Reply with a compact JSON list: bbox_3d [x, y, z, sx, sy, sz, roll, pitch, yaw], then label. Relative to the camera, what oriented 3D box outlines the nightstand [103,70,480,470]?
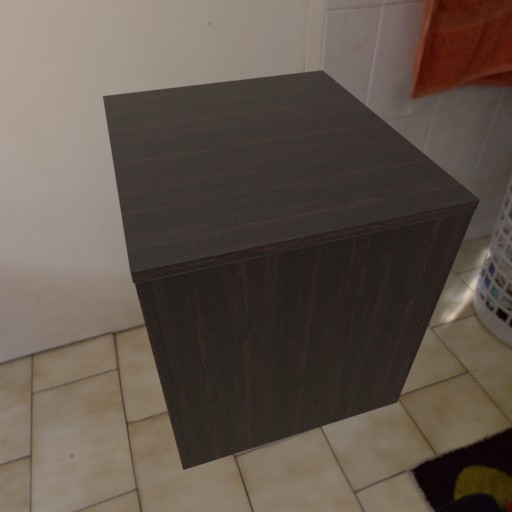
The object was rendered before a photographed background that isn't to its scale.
[{"bbox_3d":[0.000,0.000,0.787,0.400,0.460,0.461,-12,43,-13],"label":"nightstand"}]
